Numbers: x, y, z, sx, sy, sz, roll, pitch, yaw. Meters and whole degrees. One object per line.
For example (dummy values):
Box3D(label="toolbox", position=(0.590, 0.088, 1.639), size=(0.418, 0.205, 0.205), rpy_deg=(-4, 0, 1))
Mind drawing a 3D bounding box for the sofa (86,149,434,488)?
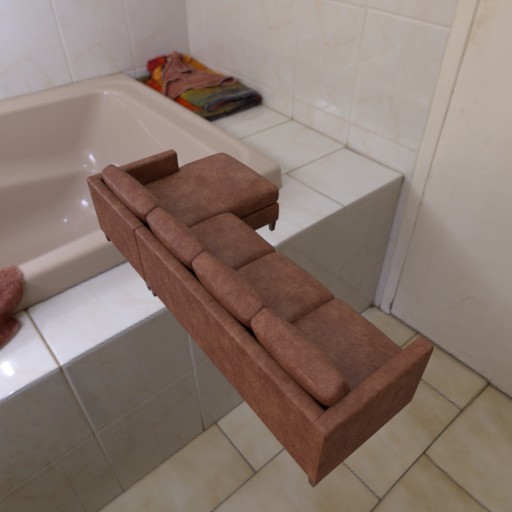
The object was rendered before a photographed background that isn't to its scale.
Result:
Box3D(label="sofa", position=(0.000, 0.000, 3.771), size=(1.581, 0.883, 3.203), rpy_deg=(-27, 48, -28))
